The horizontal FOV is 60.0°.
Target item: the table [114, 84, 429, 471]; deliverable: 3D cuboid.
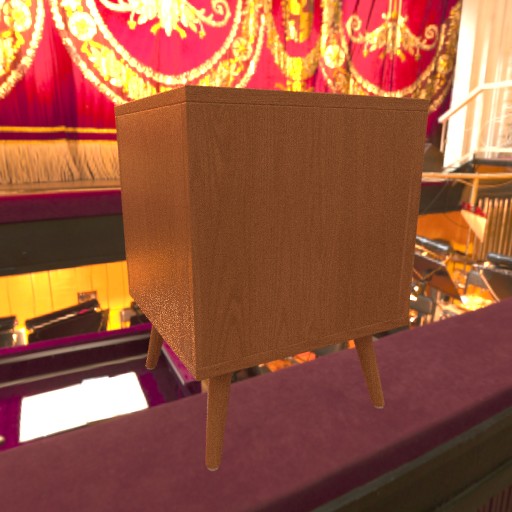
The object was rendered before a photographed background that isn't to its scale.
[{"bbox_3d":[0.000,0.000,0.840,0.400,0.550,0.400,-8,17,-27],"label":"table"}]
